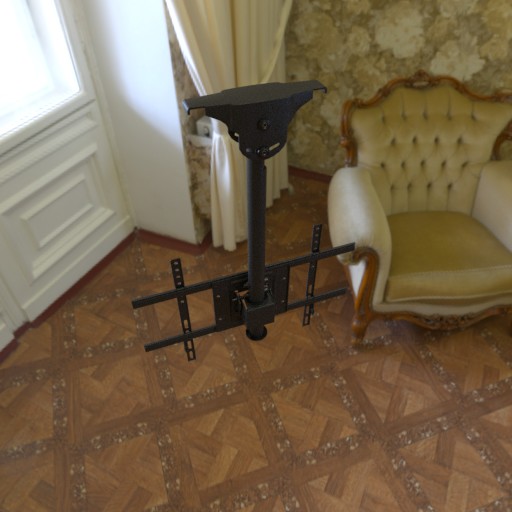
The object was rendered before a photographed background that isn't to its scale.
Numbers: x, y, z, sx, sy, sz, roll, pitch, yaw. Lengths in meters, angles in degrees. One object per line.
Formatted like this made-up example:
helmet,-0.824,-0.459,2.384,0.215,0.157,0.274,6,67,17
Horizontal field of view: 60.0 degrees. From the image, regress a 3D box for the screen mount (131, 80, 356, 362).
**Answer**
screen mount,0.000,0.000,1.033,0.595,0.775,0.090,-14,44,-15
